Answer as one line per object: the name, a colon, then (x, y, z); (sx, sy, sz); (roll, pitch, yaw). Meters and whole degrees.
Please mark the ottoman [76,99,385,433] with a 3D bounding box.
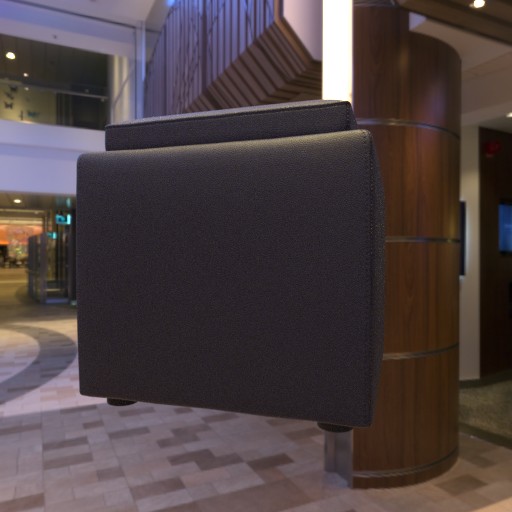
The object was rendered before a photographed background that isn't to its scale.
ottoman: (0.000, 0.000, 0.814); (0.450, 0.460, 0.451); (0, 0, 18)
